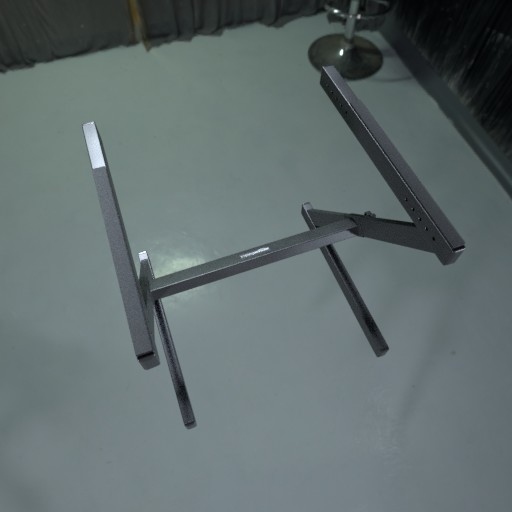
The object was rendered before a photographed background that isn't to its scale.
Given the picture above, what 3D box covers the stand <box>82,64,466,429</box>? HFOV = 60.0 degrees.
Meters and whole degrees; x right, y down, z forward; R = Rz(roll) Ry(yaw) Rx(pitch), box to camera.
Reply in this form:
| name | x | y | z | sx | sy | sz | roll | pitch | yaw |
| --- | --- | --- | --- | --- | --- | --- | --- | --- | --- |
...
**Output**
| name | x | y | z | sx | sy | sz | roll | pitch | yaw |
| --- | --- | --- | --- | --- | --- | --- | --- | --- | --- |
| stand | 0.000 | 0.000 | 1.170 | 0.700 | 0.617 | 0.586 | -18 | 60 | -10 |
